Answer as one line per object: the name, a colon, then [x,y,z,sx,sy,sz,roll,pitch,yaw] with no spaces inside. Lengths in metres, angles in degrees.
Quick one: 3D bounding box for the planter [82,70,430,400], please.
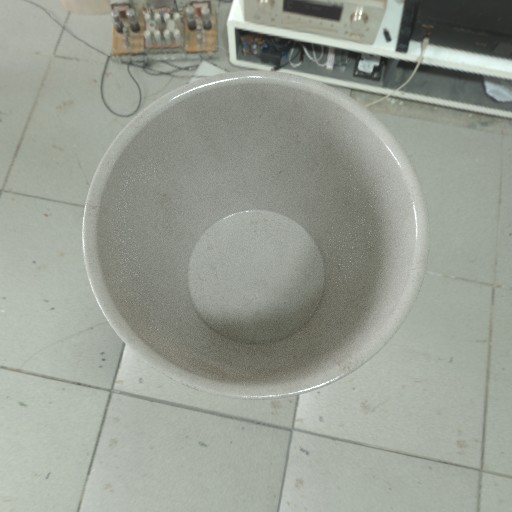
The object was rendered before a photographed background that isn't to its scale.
planter: [0.000,0.000,0.438,0.260,0.220,0.260,0,75,0]
